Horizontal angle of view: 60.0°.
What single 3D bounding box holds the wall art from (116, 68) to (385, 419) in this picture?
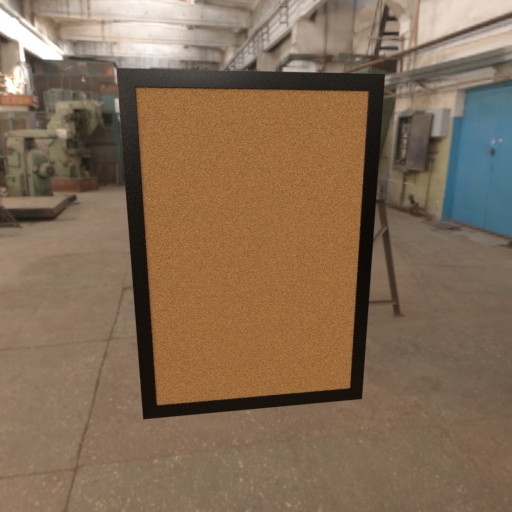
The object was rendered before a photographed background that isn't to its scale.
[{"bbox_3d":[0.000,0.000,0.847,0.462,0.656,0.019,-2,15,-9],"label":"wall art"}]
